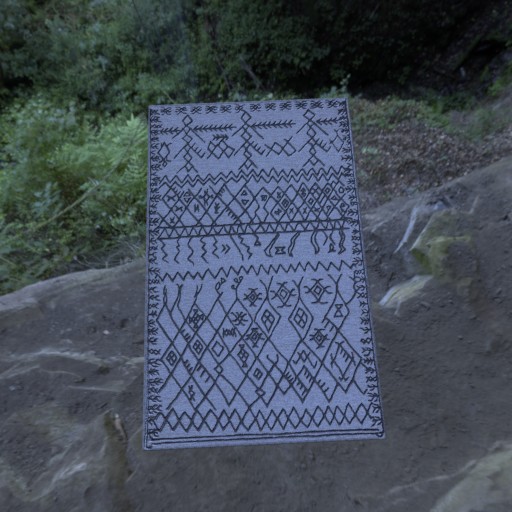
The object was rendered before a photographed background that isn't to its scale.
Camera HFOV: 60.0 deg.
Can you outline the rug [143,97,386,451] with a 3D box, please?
[{"bbox_3d":[0.000,0.000,3.081,1.526,0.012,2.444,-3,75,-1],"label":"rug"}]
